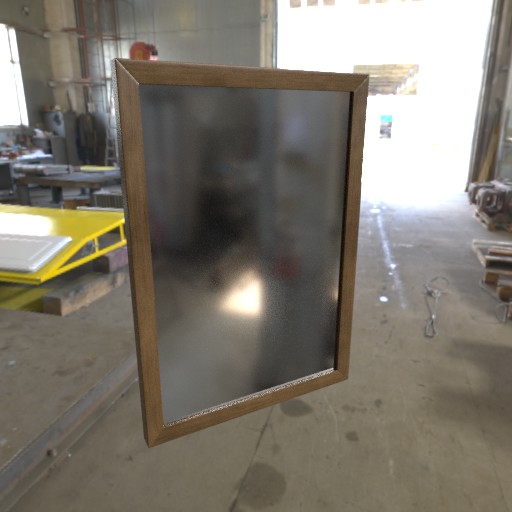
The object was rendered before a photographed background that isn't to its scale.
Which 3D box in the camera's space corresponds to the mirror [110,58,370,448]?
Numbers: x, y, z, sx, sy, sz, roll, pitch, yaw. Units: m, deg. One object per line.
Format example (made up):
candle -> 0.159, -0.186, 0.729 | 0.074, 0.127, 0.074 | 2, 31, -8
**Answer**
mirror -> 0.000, 0.000, 0.905 | 0.507, 0.710, 0.040 | -9, 19, -27
